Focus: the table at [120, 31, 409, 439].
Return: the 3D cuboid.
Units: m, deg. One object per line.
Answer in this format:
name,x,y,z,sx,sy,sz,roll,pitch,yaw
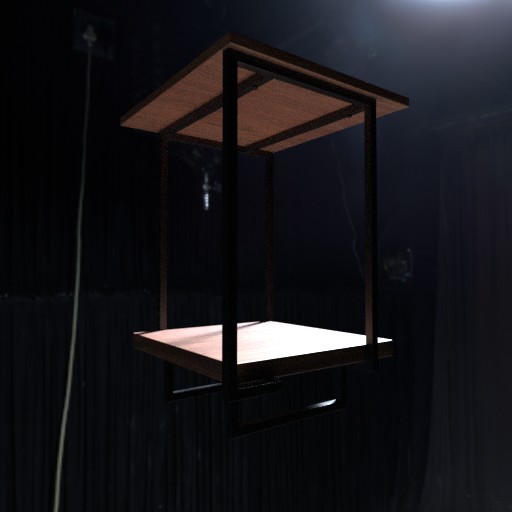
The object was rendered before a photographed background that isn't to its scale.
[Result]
table,0.000,0.000,0.842,0.384,0.567,0.411,1,-2,-36
